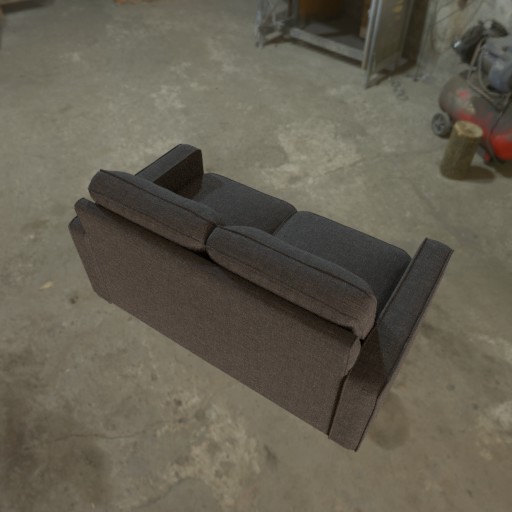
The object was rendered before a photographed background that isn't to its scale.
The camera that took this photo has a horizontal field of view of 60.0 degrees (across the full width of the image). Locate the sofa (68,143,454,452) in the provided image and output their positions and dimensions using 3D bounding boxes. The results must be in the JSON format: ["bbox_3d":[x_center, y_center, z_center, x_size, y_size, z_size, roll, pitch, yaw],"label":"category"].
[{"bbox_3d":[0.000,0.000,2.282,1.709,0.918,0.947,25,51,22],"label":"sofa"}]
